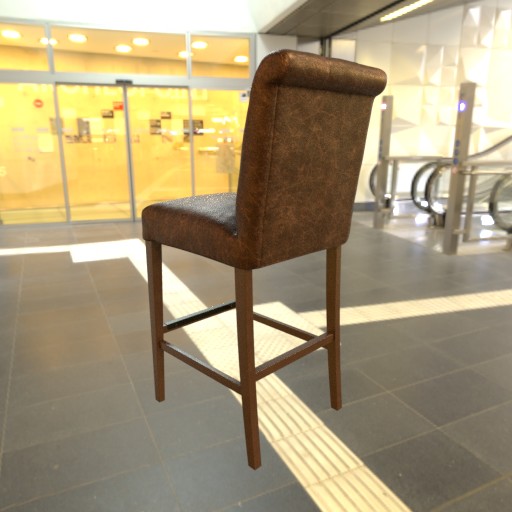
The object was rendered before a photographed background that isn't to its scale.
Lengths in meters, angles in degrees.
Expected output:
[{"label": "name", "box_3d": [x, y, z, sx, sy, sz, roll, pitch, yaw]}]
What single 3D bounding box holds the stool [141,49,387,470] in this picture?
[{"label": "stool", "box_3d": [0.000, 0.000, 1.494, 0.483, 1.168, 0.659, -14, 20, -43]}]
